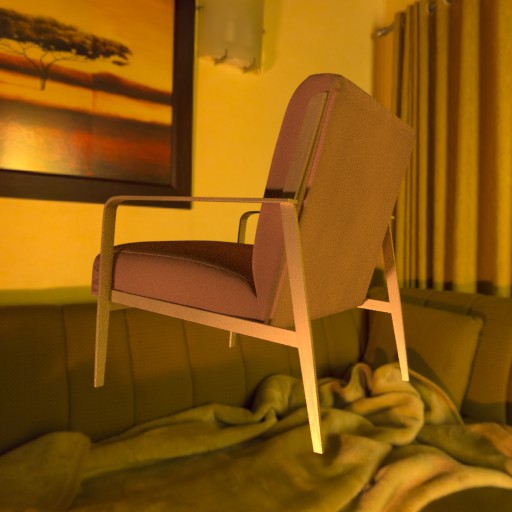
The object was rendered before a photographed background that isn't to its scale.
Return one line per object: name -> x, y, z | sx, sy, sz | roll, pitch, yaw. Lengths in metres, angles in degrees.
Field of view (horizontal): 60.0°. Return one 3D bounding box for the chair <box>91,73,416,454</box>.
chair -> 0.000, 0.000, 1.421 | 0.848, 0.823, 0.701 | 1, 2, 35
